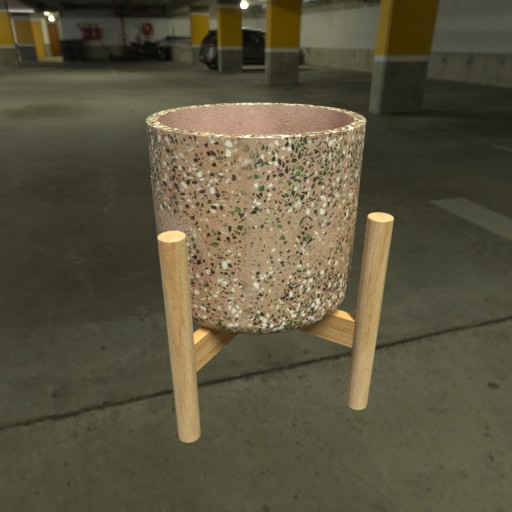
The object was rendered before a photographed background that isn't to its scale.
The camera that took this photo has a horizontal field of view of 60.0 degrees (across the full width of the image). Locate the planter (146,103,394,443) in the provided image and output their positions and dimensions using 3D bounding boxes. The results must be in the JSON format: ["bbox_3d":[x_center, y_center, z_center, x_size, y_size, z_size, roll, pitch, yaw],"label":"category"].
[{"bbox_3d":[0.000,0.000,0.527,0.284,0.320,0.284,-18,31,-32],"label":"planter"}]
